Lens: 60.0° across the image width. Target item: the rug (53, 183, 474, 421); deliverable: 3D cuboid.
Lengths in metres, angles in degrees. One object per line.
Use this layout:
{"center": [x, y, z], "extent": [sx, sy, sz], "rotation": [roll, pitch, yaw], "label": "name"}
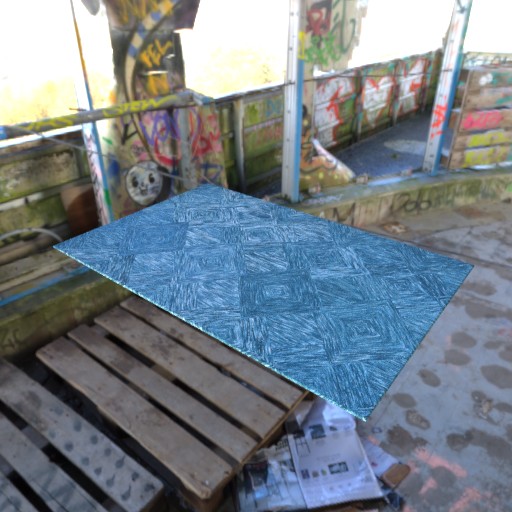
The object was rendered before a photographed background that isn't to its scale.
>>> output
{"center": [0.000, 0.000, 2.852], "extent": [2.277, 0.015, 1.490], "rotation": [22, 37, 32], "label": "rug"}
